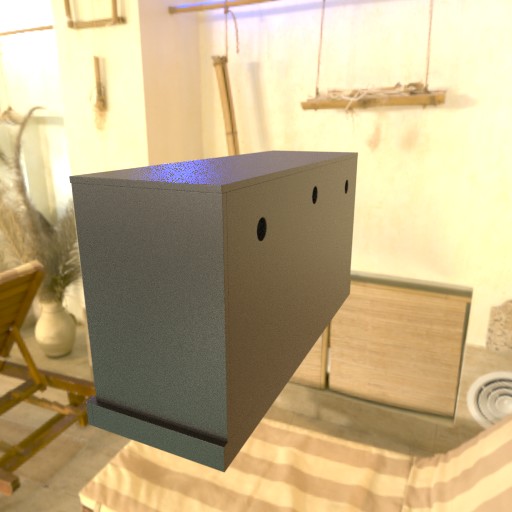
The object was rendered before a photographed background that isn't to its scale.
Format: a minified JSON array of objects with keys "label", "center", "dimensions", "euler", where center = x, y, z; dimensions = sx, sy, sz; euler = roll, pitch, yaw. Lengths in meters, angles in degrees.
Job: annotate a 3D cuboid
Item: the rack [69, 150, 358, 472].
[{"label":"rack","center":[0.000,0.000,1.503],"dimensions":[0.399,0.635,1.206],"euler":[7,18,24]}]
